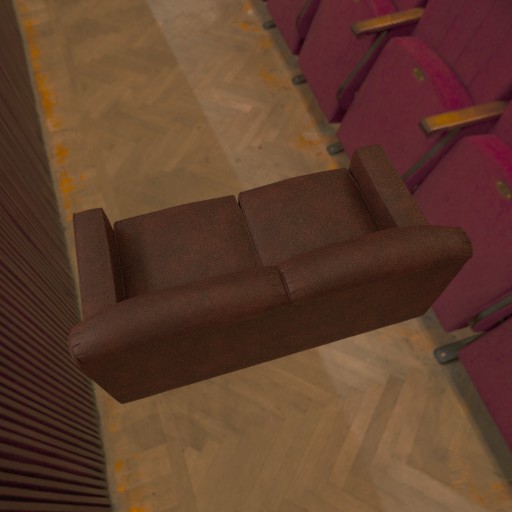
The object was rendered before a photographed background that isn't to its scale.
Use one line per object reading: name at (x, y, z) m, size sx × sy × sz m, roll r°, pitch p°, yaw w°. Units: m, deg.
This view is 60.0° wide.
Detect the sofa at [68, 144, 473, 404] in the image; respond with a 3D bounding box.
sofa at (0.000, 0.000, 2.461) m, size 1.856 × 0.966 × 1.000 m, roll -14°, pitch 60°, yaw -8°
